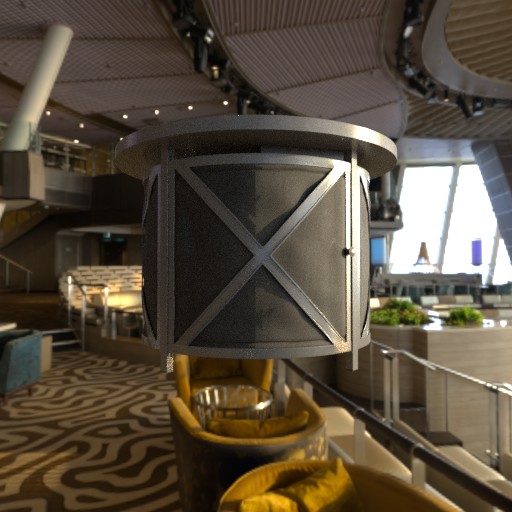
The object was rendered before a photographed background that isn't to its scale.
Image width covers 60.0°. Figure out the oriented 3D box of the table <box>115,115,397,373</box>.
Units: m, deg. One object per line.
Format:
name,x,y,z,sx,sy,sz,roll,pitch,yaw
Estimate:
table,0.000,0.000,1.501,0.914,0.650,0.914,0,-1,0
